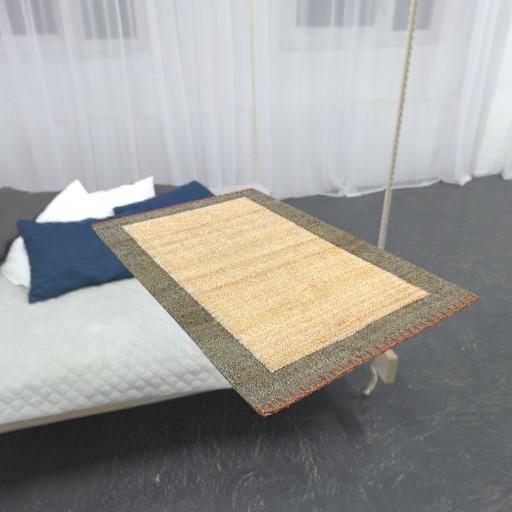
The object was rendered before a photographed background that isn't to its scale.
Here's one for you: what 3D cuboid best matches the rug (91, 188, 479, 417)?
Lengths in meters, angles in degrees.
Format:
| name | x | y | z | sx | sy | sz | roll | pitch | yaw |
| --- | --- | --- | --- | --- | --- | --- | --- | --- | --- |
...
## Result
| name | x | y | z | sx | sy | sz | roll | pitch | yaw |
| --- | --- | --- | --- | --- | --- | --- | --- | --- | --- |
| rug | 0.000 | 0.000 | 2.354 | 1.220 | 0.019 | 1.838 | -18 | 33 | -30 |
